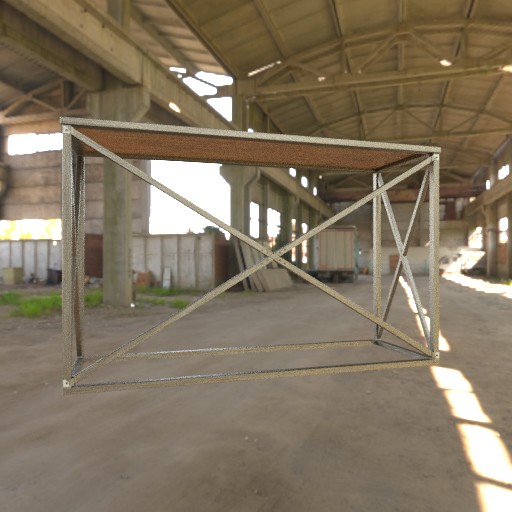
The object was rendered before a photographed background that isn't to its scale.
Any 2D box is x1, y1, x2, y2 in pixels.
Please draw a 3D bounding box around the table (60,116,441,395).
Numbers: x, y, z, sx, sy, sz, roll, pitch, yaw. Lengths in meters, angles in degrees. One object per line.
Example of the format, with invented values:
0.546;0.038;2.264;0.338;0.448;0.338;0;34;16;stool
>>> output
0.000;0.000;1.555;1.216;0.753;0.402;0;0;-16;table
